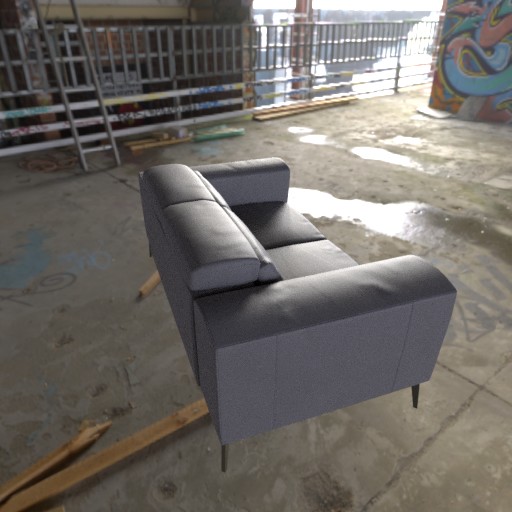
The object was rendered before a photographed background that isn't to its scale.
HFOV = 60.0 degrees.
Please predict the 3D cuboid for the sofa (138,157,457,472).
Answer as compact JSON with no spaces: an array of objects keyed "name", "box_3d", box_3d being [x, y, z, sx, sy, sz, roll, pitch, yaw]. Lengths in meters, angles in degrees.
[{"name":"sofa","box_3d":[0.000,0.000,2.433,1.003,0.779,1.895,-10,31,-18]}]
